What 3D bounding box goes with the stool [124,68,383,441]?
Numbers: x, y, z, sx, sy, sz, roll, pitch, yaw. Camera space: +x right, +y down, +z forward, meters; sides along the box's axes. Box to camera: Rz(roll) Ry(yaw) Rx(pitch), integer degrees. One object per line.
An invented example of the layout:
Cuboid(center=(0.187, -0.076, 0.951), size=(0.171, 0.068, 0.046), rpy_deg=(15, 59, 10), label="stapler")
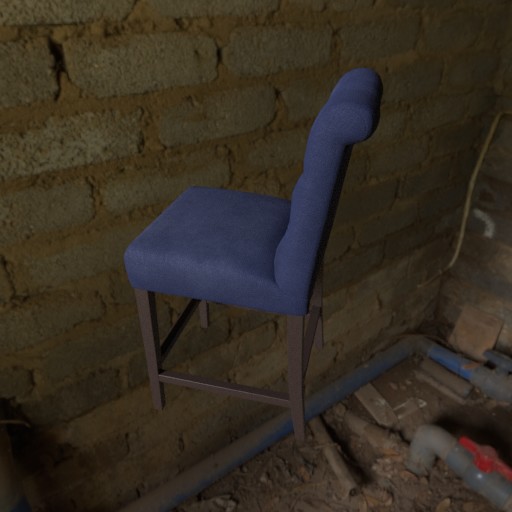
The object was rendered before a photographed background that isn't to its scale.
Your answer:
Cuboid(center=(0.000, 0.000, 1.327), size=(0.601, 1.010, 0.493), rpy_deg=(8, 32, 13), label="stool")
